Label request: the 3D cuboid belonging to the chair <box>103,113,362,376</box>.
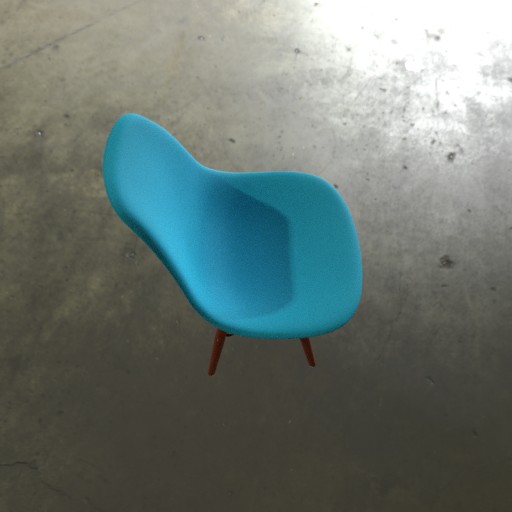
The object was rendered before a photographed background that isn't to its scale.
[{"bbox_3d":[0.000,0.000,1.146,0.533,0.826,0.470,-2,63,-1],"label":"chair"}]
